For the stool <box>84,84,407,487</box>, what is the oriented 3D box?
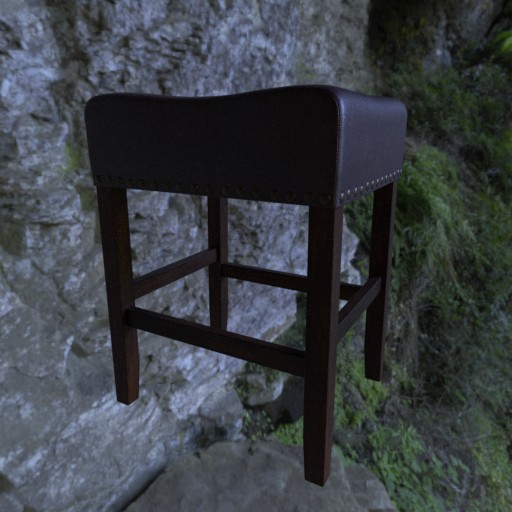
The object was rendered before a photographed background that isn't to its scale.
[{"bbox_3d":[0.000,0.000,0.888,0.465,0.608,0.397,9,19,28],"label":"stool"}]
